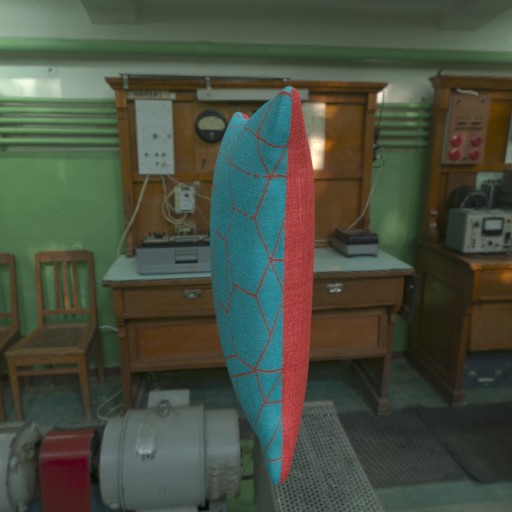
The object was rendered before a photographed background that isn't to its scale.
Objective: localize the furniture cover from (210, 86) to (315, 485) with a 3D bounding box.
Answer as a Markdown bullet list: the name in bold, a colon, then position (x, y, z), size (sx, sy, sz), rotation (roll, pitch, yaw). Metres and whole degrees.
- **furniture cover**: position (0.000, 0.000, 0.775), size (0.158, 0.508, 0.517), rotation (-2, 15, -8)
